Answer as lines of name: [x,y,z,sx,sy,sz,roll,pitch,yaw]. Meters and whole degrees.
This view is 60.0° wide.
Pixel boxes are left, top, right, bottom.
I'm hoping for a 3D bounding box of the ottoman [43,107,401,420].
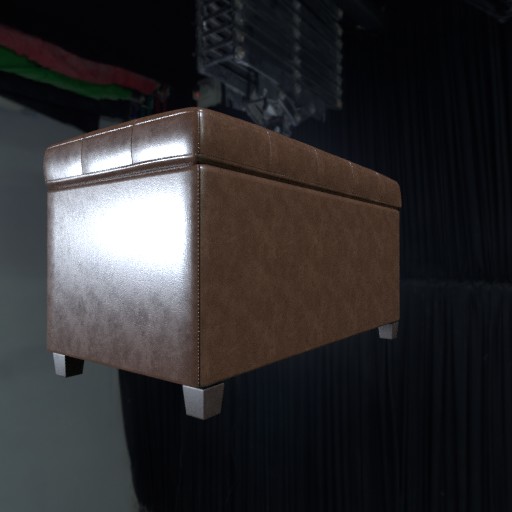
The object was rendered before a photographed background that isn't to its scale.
ottoman: [0.000,0.000,1.072,0.432,0.470,0.838,0,0,37]
